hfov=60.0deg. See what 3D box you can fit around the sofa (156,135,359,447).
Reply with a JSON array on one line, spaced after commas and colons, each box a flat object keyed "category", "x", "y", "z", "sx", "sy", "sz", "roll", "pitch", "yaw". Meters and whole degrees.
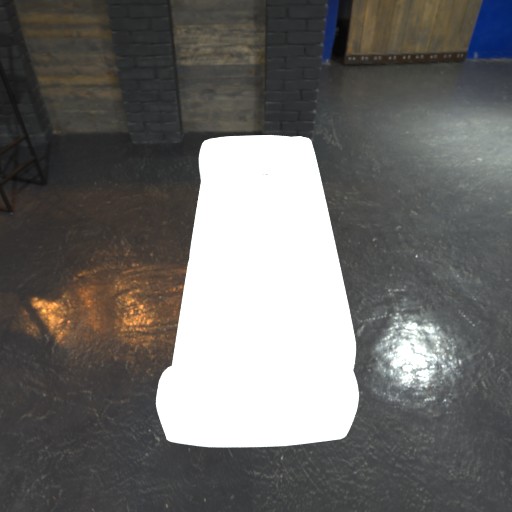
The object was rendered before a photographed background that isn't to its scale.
[{"category": "sofa", "x": 0.000, "y": 0.000, "z": 2.749, "sx": 0.870, "sy": 0.780, "sz": 2.280, "roll": 0, "pitch": 41, "yaw": 0}]
